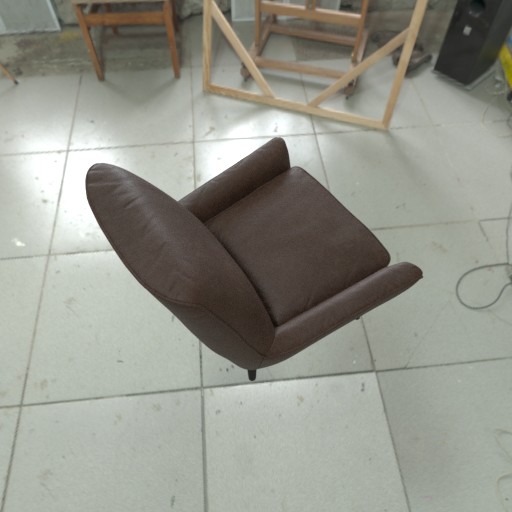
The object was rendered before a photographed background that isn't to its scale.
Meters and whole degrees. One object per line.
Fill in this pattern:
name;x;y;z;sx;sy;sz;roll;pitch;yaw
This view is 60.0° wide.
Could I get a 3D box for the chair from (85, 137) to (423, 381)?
chair;0.000;0.000;1.506;0.824;0.888;0.787;-31;62;-18
